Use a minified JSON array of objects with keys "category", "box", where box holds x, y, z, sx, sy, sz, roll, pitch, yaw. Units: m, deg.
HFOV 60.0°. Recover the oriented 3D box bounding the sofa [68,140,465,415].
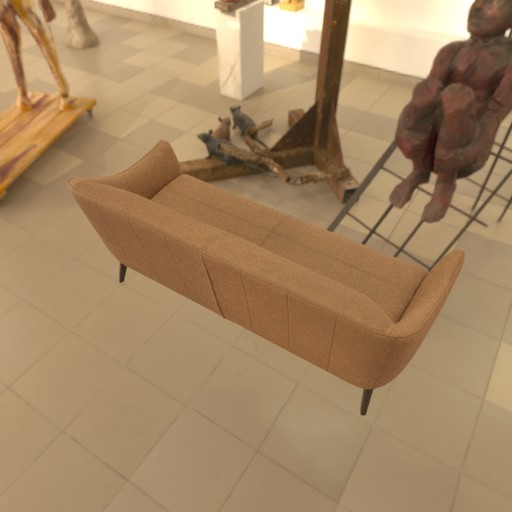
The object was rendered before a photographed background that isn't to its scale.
[{"category":"sofa","box":[0.000,0.000,2.411,1.928,0.830,0.869,24,50,22]}]
